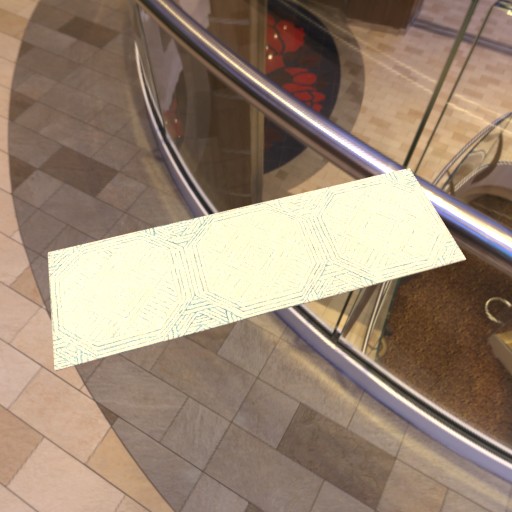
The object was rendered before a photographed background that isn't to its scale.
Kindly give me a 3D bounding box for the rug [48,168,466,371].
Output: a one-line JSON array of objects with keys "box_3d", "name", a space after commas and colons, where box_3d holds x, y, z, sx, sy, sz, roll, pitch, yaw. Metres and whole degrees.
[{"box_3d": [0.000, 0.000, 2.722, 2.452, 0.012, 0.775, -14, 60, -8], "name": "rug"}]
